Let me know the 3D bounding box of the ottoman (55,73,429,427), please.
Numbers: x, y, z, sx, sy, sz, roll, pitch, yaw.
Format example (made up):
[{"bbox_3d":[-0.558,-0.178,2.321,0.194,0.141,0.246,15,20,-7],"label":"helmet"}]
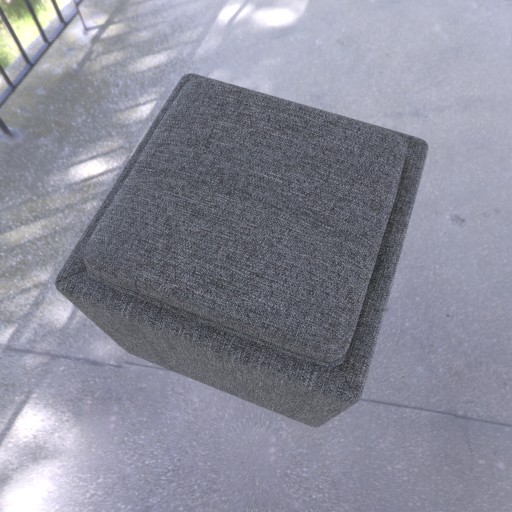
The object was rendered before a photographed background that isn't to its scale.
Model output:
[{"bbox_3d":[0.000,0.000,0.827,0.450,0.460,0.450,19,66,9],"label":"ottoman"}]
